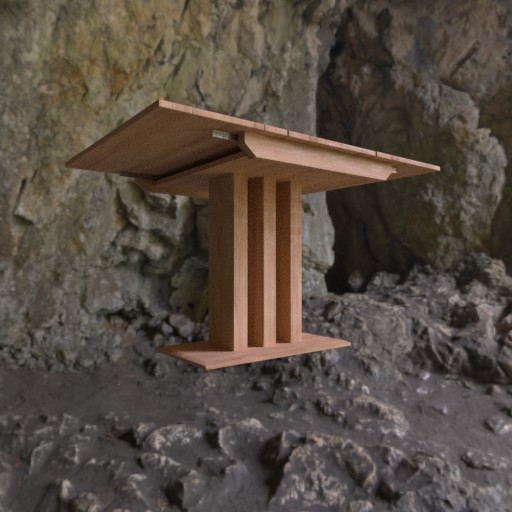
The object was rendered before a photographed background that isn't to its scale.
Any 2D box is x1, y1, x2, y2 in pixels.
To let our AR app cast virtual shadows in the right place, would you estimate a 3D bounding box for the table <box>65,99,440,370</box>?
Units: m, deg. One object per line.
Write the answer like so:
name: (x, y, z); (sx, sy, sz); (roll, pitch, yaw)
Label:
table: (0.000, 0.000, 1.860); (1.300, 0.770, 0.900); (1, -1, -37)
